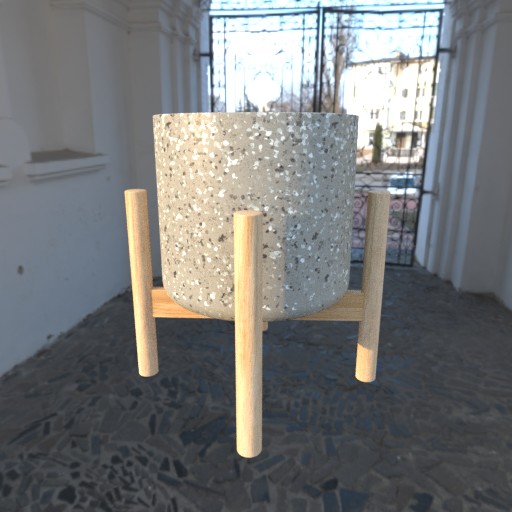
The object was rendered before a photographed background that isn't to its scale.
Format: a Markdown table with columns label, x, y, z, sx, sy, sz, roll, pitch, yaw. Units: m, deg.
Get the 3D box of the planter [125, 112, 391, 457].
| label | x | y | z | sx | sy | sz | roll | pitch | yaw |
| --- | --- | --- | --- | --- | --- | --- | --- | --- | --- |
| planter | 0.000 | 0.000 | 0.532 | 0.284 | 0.320 | 0.284 | 7 | 17 | 24 |
